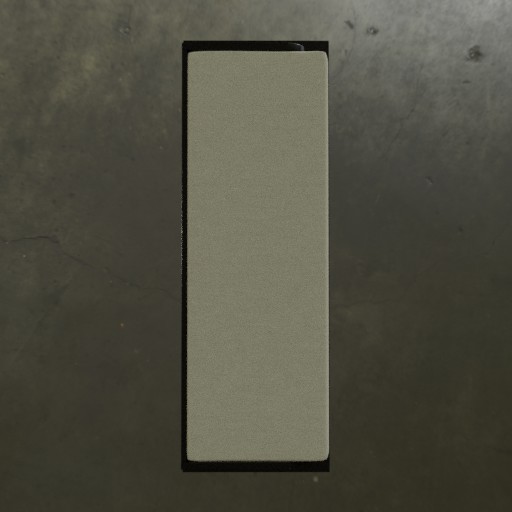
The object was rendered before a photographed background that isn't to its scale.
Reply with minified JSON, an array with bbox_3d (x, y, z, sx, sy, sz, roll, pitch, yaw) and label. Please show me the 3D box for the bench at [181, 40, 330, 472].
[{"bbox_3d":[0.000,0.000,1.416,0.402,0.501,1.185,0,89,0],"label":"bench"}]
